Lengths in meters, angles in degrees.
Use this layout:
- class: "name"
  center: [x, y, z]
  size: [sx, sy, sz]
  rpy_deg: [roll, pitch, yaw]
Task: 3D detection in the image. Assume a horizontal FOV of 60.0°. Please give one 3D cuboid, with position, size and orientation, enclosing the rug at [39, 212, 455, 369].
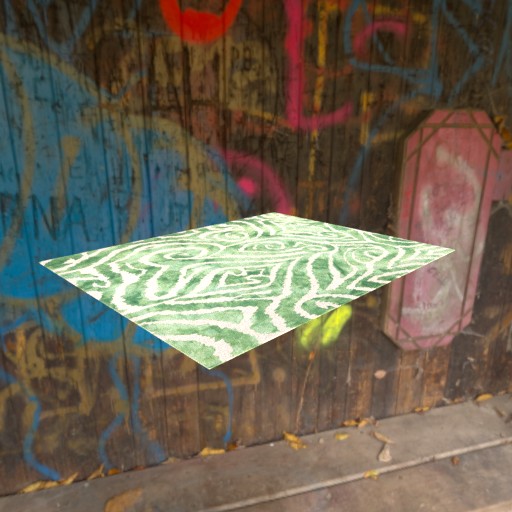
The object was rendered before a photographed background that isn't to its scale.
- class: "rug"
  center: [0.000, 0.000, 4.140]
  size: [3.045, 0.007, 2.436]
  rpy_deg: [-16, 24, -42]
